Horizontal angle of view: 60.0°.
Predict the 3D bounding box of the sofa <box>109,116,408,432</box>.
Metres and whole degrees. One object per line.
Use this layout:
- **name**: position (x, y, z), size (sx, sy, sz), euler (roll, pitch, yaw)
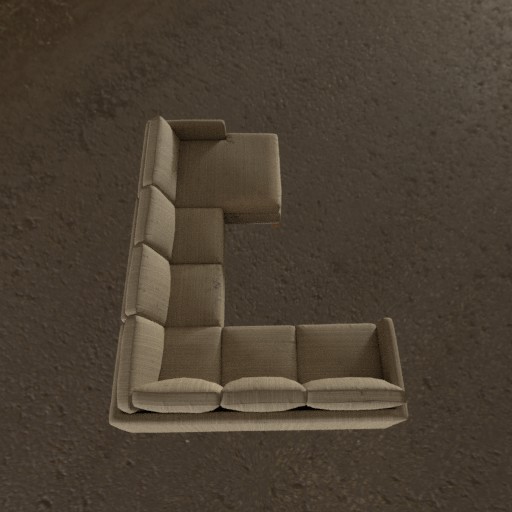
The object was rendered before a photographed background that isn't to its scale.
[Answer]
- **sofa**: position (0.000, 0.000, 4.759), size (2.594, 0.961, 3.460), euler (-1, 63, 0)
